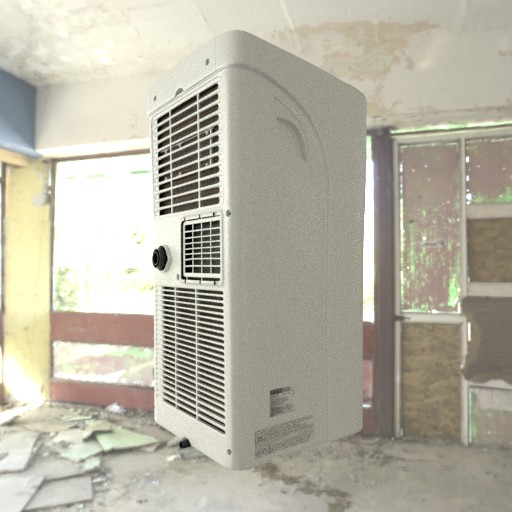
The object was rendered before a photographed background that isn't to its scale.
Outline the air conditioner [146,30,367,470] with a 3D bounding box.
[{"bbox_3d":[0.000,0.000,0.913,0.369,0.716,0.352,1,-2,-37],"label":"air conditioner"}]
